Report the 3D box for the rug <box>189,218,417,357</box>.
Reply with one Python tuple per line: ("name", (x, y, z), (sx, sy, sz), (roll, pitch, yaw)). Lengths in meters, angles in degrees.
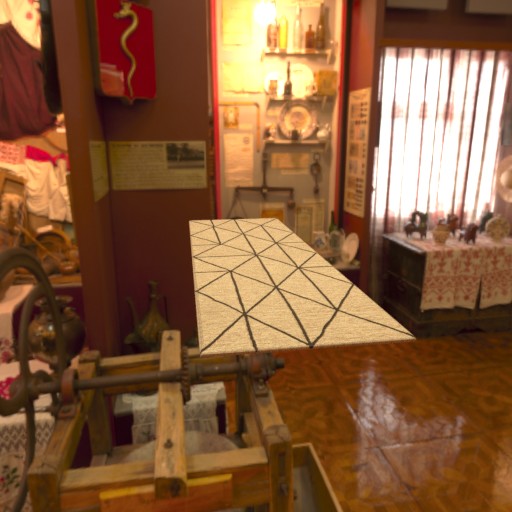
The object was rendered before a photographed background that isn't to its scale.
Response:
("rug", (0.000, 0.000, 2.668), (0.762, 0.012, 2.438), (-2, 15, -9))
